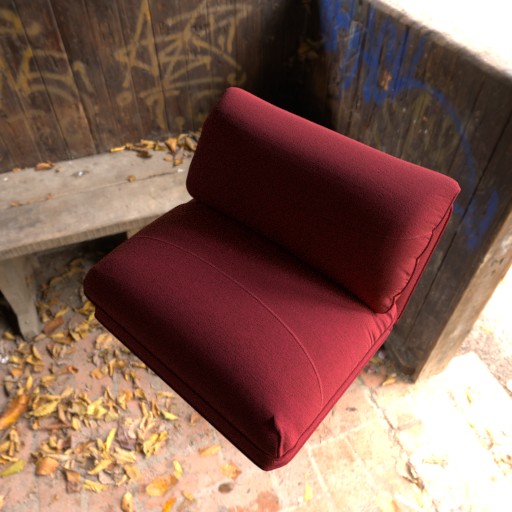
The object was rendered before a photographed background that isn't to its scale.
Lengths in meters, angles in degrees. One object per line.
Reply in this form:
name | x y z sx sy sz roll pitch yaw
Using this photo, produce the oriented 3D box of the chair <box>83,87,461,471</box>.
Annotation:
chair | 0.000 0.000 1.311 0.820 0.580 0.780 32 55 26
